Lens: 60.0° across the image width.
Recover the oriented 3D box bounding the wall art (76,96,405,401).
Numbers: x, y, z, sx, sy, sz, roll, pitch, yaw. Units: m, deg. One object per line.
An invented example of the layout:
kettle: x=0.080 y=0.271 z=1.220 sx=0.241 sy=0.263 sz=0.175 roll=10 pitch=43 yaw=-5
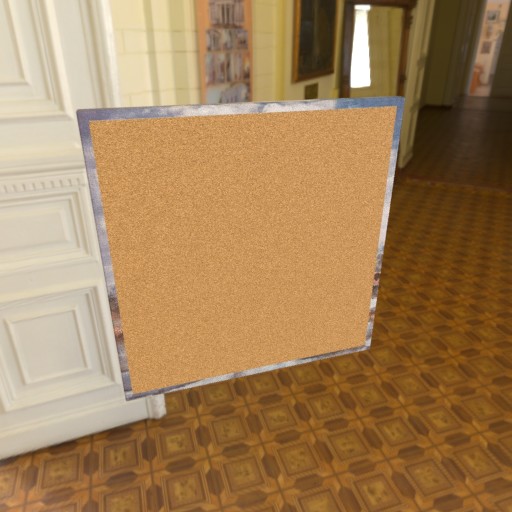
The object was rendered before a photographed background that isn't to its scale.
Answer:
wall art: x=0.000 y=0.000 z=1.548 sx=1.010 sy=1.020 sz=0.040 roll=-8 pitch=27 yaw=-16
